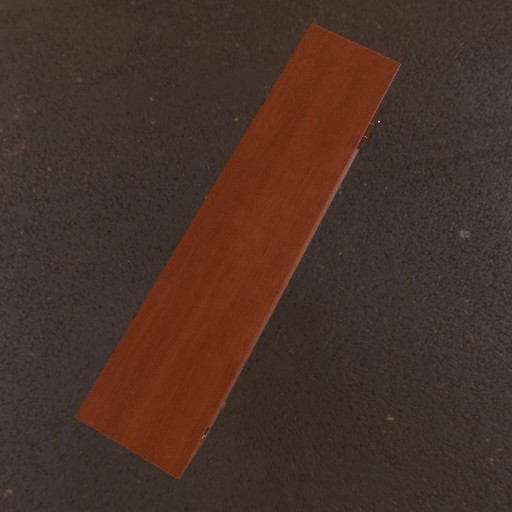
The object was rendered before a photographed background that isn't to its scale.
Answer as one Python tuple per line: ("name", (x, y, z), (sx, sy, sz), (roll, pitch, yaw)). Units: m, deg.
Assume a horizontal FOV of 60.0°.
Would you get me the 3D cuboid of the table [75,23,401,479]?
("table", (0.000, 0.000, 1.473), (0.308, 0.698, 1.220), (28, 78, 6))
